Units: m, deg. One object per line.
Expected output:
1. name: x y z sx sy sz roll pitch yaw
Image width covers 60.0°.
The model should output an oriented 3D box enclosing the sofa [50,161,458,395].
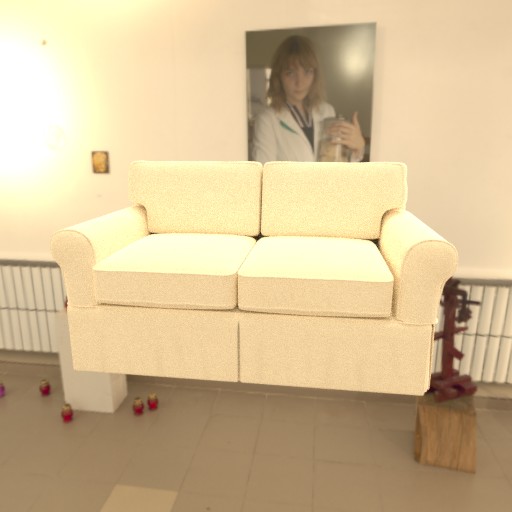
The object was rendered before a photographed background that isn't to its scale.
1. sofa: 0.000 0.000 2.311 1.727 0.940 0.991 2 14 8
